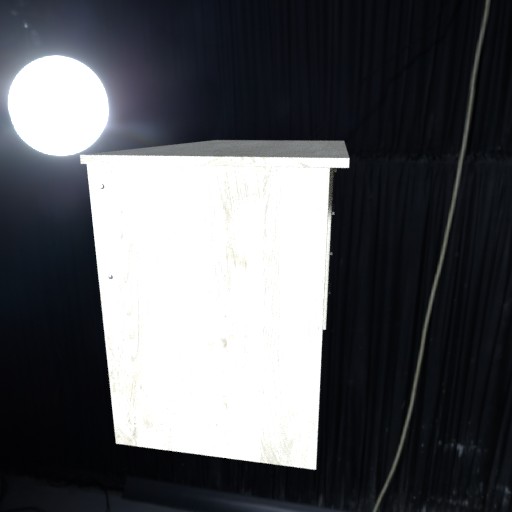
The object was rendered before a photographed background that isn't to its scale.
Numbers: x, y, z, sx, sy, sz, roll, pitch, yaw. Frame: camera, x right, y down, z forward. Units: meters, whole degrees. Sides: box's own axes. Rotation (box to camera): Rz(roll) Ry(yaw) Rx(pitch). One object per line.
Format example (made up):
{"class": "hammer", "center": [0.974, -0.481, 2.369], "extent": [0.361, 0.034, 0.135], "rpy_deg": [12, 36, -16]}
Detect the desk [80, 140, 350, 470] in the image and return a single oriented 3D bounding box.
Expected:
{"class": "desk", "center": [0.000, 0.000, 1.509], "extent": [0.560, 0.730, 1.096], "rpy_deg": [3, 16, 10]}
